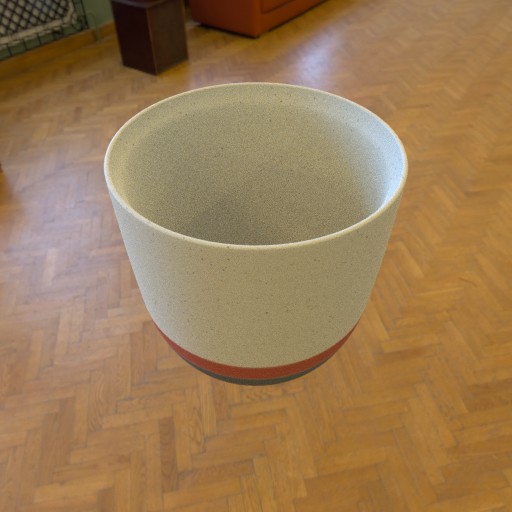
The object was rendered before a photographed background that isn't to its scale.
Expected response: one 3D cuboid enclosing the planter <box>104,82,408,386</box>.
[{"bbox_3d":[0.000,0.000,0.380,0.204,0.214,0.204,0,45,0],"label":"planter"}]
